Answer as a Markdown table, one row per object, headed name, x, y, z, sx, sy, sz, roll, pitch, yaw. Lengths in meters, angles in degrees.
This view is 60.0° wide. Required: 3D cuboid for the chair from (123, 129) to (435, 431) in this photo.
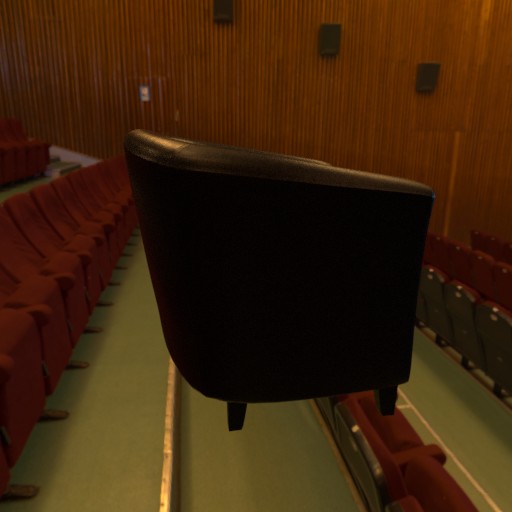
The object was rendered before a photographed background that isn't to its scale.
| name | x | y | z | sx | sy | sz | roll | pitch | yaw |
| --- | --- | --- | --- | --- | --- | --- | --- | --- | --- |
| chair | 0.000 | 0.000 | 1.375 | 0.727 | 0.756 | 0.793 | -2 | 16 | -9 |
